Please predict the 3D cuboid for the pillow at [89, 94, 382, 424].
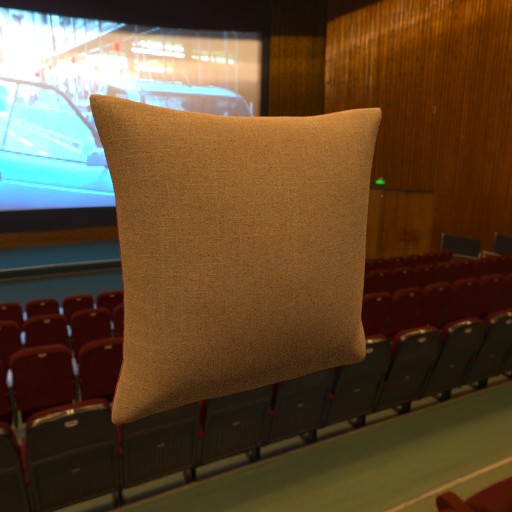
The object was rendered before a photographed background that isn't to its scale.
[{"bbox_3d":[0.000,0.000,0.760,0.511,0.503,0.182,-7,15,-26],"label":"pillow"}]
